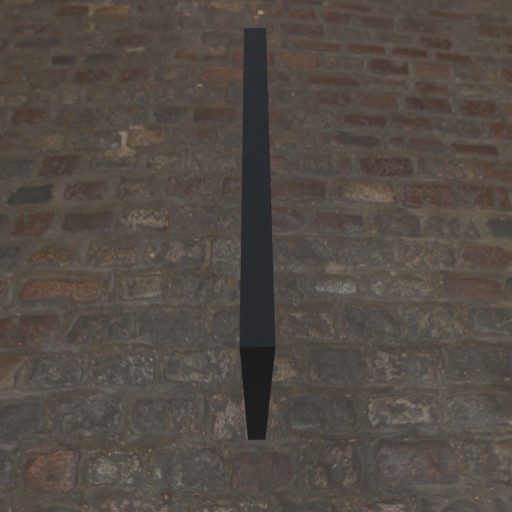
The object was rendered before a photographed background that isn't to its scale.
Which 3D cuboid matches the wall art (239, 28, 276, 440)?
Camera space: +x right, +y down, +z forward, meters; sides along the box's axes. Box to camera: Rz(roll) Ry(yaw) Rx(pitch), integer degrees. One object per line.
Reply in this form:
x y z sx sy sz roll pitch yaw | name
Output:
0.000 0.000 0.690 0.030 0.458 0.462 0 58 0 | wall art
